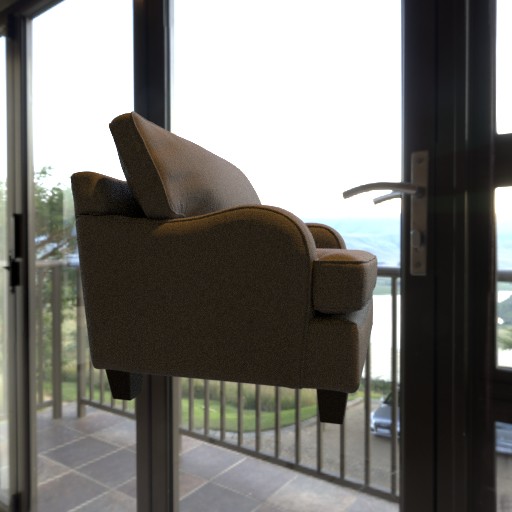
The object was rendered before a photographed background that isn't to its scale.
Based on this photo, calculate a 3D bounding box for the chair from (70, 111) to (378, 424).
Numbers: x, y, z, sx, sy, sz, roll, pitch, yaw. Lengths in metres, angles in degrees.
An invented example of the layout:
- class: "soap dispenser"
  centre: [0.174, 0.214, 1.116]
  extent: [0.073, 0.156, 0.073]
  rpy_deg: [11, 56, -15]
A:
- class: "chair"
  centre: [0.000, 0.000, 1.997]
  extent: [1.041, 1.016, 1.220]
  rpy_deg: [0, 1, 17]
